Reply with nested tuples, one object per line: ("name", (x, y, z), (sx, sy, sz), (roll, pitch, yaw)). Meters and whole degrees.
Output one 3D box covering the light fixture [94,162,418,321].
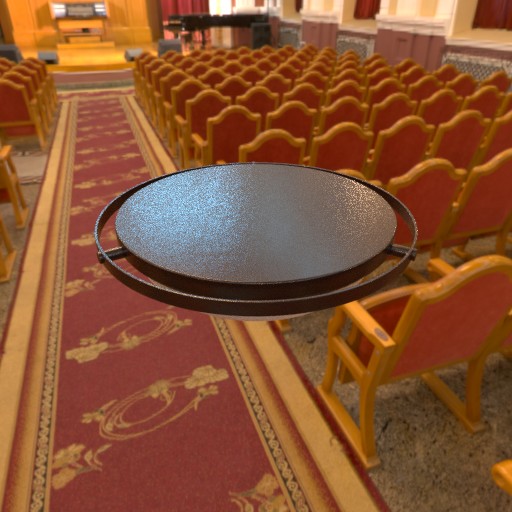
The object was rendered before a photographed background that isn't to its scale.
("light fixture", (0.000, 0.000, 0.548), (0.361, 0.130, 0.361), (0, 30, 0))
